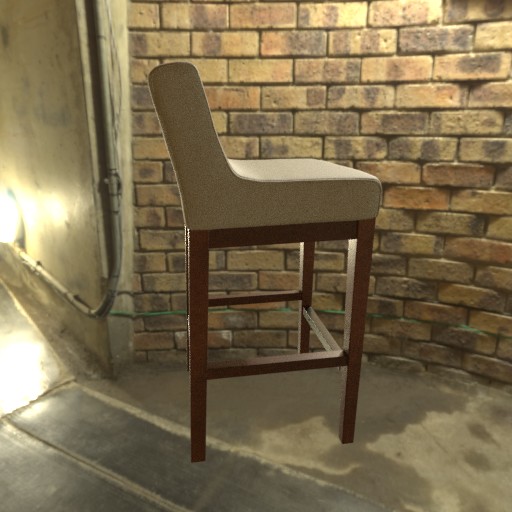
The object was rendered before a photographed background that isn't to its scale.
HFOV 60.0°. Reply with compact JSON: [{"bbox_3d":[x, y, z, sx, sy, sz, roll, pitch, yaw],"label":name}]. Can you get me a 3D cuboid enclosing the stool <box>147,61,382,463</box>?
[{"bbox_3d":[0.000,0.000,1.221,0.500,0.937,0.511,-3,17,-9],"label":"stool"}]
